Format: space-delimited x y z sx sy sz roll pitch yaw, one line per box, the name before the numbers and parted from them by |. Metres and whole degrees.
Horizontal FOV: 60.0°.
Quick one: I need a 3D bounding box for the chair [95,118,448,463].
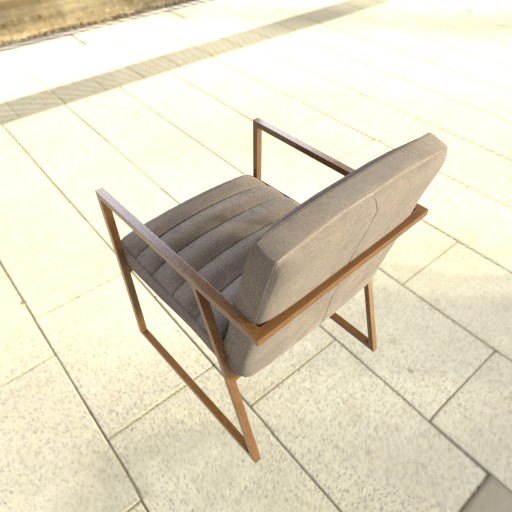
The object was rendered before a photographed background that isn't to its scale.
chair | 0.000 0.000 1.279 0.578 0.843 0.682 -33 54 -28
